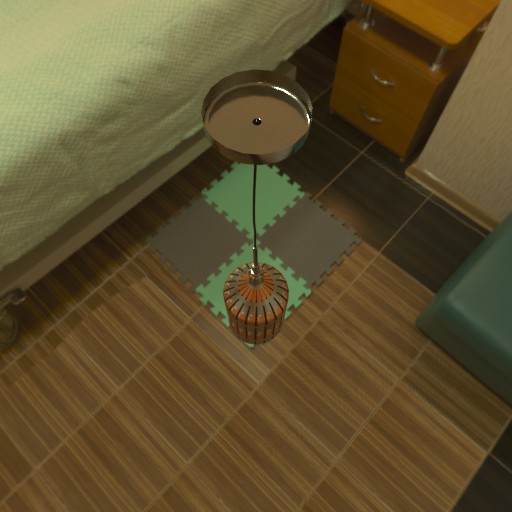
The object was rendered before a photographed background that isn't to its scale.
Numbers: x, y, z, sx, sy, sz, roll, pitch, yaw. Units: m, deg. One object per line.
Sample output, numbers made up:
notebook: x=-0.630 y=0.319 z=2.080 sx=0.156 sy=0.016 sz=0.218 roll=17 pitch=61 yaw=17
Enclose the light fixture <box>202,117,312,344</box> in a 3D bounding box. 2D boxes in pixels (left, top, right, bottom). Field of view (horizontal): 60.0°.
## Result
light fixture: x=0.000 y=0.000 z=1.683 sx=0.303 sy=1.535 sz=0.303 roll=0 pitch=65 yaw=0
